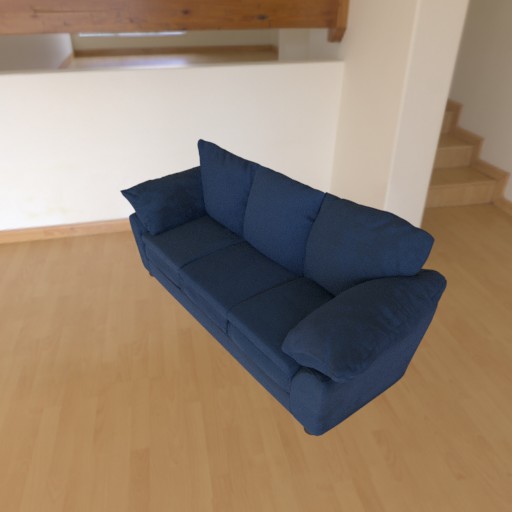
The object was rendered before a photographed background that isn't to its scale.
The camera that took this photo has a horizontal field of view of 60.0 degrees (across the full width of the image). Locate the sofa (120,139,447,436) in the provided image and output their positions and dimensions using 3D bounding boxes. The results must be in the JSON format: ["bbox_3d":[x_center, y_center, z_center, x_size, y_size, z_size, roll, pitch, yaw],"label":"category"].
[{"bbox_3d":[0.000,0.000,2.974,0.907,1.091,2.390,-22,38,-31],"label":"sofa"}]
